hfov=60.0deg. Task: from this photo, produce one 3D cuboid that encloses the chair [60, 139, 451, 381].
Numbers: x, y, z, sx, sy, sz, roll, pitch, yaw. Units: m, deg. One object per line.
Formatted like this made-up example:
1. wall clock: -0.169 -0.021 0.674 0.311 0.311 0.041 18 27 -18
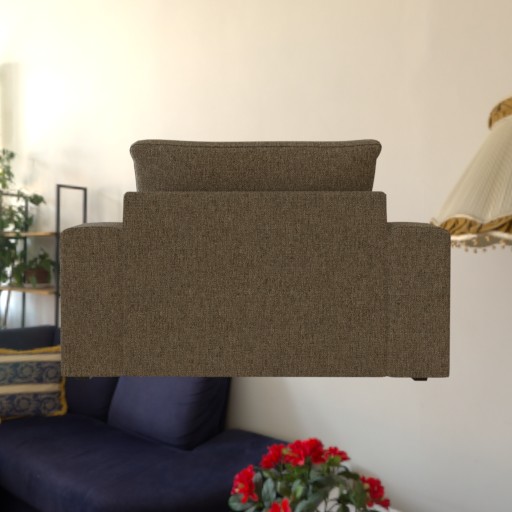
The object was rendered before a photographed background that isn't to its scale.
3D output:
1. chair: 0.000 0.000 2.095 1.398 0.915 1.039 0 1 1
